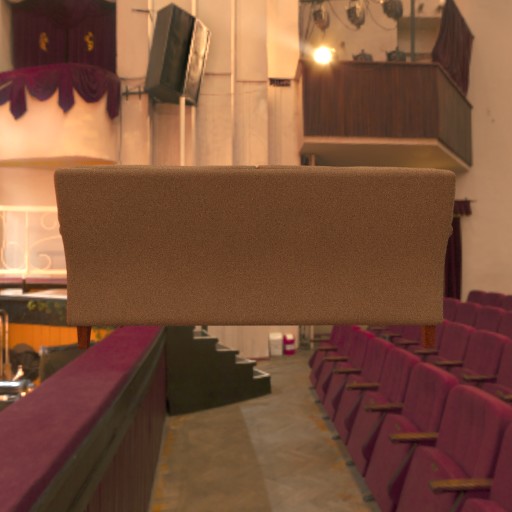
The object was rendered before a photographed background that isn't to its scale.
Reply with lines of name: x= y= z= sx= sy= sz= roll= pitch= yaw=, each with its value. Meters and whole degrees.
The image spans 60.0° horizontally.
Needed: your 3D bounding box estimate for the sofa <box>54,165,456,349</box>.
sofa: x=0.000 y=0.000 z=2.711 sx=2.070 sy=0.997 sz=1.091 roll=0 pitch=-1 yaw=-1
